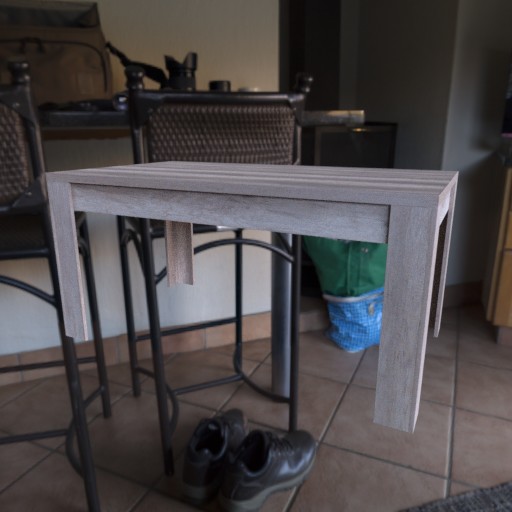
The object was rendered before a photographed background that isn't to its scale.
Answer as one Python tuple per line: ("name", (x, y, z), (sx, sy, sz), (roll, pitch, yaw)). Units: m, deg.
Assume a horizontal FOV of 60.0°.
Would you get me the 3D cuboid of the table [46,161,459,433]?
("table", (0.000, 0.000, 2.073), (1.600, 0.775, 0.900), (8, 17, 26))
